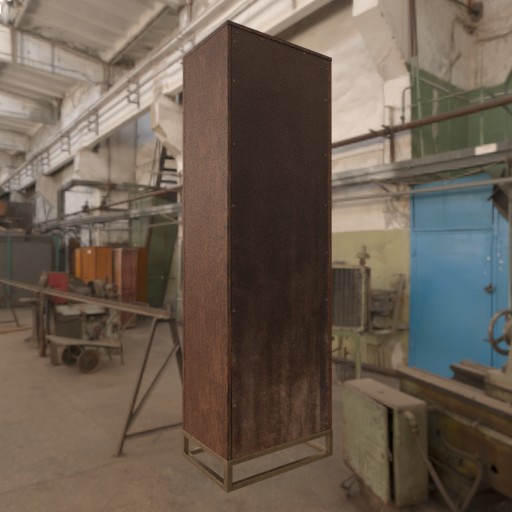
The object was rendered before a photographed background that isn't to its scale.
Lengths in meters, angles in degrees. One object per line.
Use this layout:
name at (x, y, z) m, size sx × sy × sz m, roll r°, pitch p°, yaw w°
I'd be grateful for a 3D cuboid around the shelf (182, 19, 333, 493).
shelf at (0.000, 0.000, 1.936) m, size 0.539 × 1.732 × 0.395 m, roll 0°, pitch 0°, yaw -35°
